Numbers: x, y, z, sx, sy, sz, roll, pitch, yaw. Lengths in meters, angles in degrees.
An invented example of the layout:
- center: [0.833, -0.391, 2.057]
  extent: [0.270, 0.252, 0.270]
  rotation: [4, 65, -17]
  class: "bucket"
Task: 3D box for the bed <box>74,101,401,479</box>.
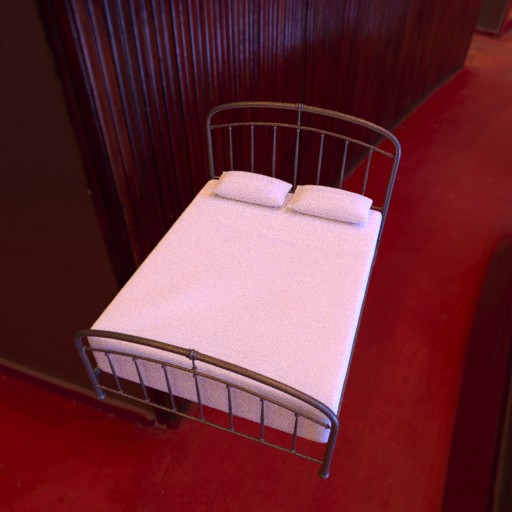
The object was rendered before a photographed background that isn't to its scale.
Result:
- center: [0.000, 0.000, 3.270]
  extent: [1.711, 1.475, 2.168]
  rotation: [13, 43, 14]
  class: "bed"
